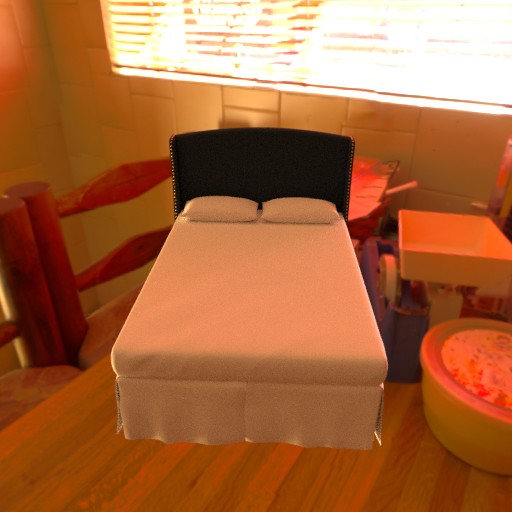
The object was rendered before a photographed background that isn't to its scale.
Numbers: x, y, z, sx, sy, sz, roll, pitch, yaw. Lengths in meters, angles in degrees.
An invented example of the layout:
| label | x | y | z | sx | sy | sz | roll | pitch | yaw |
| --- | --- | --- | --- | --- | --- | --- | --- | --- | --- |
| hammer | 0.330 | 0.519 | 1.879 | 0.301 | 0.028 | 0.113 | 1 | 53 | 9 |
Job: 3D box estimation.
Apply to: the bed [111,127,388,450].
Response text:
| label | x | y | z | sx | sy | sz | roll | pitch | yaw |
| --- | --- | --- | --- | --- | --- | --- | --- | --- | --- |
| bed | 0.000 | 0.000 | 3.267 | 1.604 | 1.402 | 2.223 | 1 | 29 | 2 |
